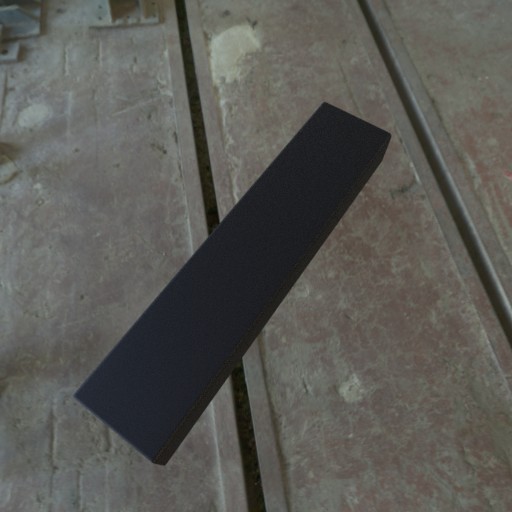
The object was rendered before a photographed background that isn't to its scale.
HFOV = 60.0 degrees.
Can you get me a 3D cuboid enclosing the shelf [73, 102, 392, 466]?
[{"bbox_3d":[0.000,0.000,0.505,0.102,0.053,0.456,32,67,15],"label":"shelf"}]
